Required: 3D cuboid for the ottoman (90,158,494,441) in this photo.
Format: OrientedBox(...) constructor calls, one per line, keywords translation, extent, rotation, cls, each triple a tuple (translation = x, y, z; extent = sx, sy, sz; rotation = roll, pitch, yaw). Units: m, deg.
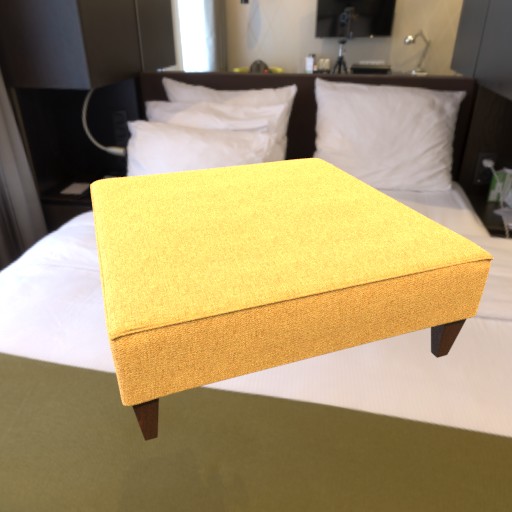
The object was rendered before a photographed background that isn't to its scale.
OrientedBox(translation=(0.000, 0.000, 1.466), extent=(0.970, 0.378, 0.981), rotation=(-10, 30, -18), cls="ottoman")
